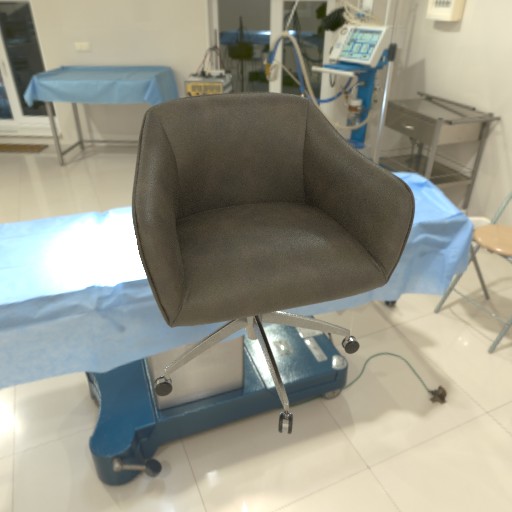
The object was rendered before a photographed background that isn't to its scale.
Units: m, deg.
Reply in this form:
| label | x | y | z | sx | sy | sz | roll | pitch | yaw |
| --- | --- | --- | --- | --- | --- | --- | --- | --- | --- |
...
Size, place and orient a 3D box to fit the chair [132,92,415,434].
| label | x | y | z | sx | sy | sz | roll | pitch | yaw |
| --- | --- | --- | --- | --- | --- | --- | --- | --- | --- |
| chair | 0.000 | 0.000 | 1.341 | 0.713 | 0.827 | 0.689 | -9 | 32 | -15 |
